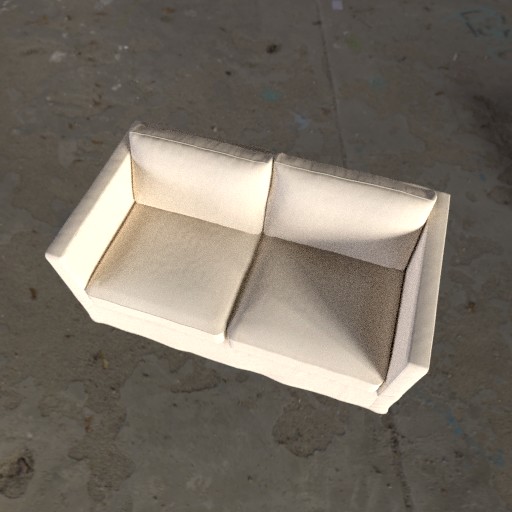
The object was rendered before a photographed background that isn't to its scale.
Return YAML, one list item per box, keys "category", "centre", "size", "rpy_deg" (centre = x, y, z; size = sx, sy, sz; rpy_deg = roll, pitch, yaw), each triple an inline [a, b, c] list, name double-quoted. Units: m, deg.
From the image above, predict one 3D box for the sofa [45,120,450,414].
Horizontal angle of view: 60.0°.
- category: "sofa"
  centre: [0.000, 0.000, 2.327]
  size: [1.746, 0.834, 0.962]
  rpy_deg: [16, 60, 9]
